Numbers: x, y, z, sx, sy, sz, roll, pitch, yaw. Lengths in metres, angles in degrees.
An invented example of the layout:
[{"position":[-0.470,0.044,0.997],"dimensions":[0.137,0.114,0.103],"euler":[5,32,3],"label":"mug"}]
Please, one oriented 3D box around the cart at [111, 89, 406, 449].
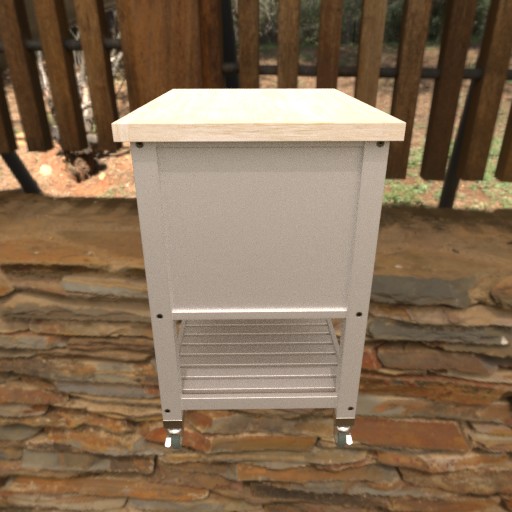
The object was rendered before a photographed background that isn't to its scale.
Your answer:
[{"position":[0.000,0.000,1.378],"dimensions":[0.559,0.914,0.762],"euler":[0,25,-1],"label":"cart"}]
